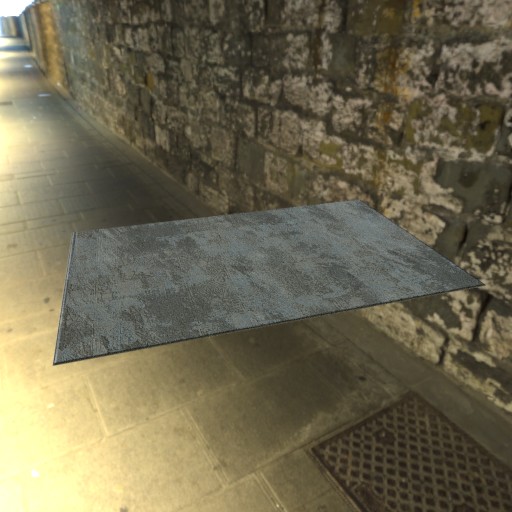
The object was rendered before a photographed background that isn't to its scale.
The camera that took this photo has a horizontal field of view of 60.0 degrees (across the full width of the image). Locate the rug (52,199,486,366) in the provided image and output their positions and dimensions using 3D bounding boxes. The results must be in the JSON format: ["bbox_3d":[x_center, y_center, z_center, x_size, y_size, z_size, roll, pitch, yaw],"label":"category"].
[{"bbox_3d":[0.000,0.000,3.008,2.431,0.012,1.536,-8,29,-15],"label":"rug"}]
